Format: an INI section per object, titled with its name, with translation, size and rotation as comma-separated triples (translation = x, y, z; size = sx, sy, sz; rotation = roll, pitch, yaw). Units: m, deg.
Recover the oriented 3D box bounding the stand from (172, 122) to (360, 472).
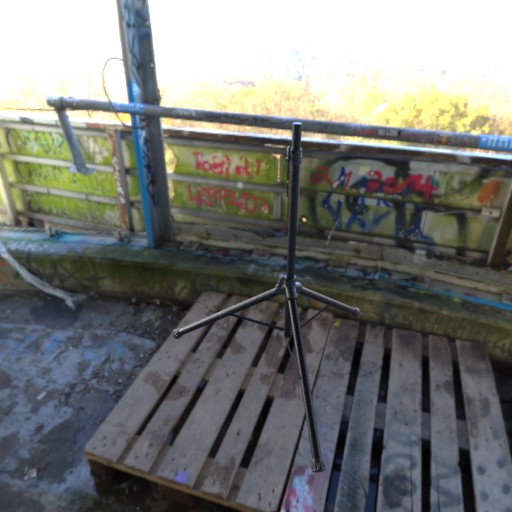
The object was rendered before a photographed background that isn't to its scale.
[stand]
translation = 0.000, 0.000, 1.892
size = 0.907, 1.136, 1.045
rotation = 10, 31, 17
